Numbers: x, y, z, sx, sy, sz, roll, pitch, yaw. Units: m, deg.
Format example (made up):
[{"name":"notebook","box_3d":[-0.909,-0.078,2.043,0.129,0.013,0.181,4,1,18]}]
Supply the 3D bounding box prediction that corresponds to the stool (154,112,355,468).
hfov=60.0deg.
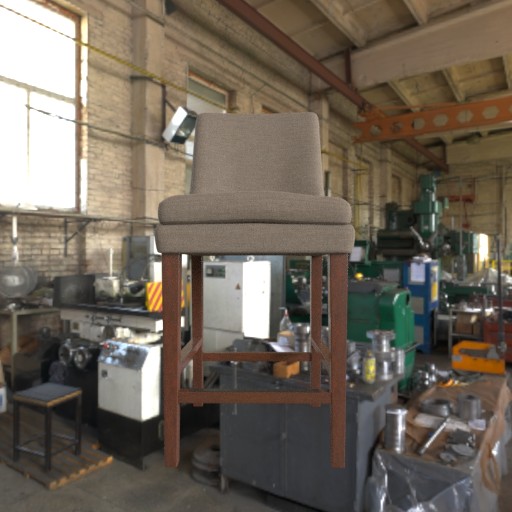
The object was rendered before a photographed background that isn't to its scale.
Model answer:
[{"name":"stool","box_3d":[0.000,0.000,1.282,0.470,0.981,0.577,0,0,1]}]
